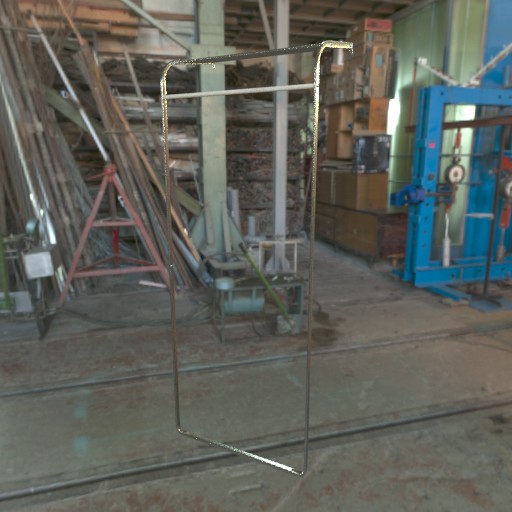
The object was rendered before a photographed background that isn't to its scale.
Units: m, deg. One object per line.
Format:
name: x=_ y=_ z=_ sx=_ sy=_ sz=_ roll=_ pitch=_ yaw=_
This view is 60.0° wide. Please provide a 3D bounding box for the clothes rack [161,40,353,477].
clothes rack: x=0.000 y=0.000 z=1.764 sx=0.609 sy=1.574 sz=0.349 roll=7 pitch=14 yaw=27
